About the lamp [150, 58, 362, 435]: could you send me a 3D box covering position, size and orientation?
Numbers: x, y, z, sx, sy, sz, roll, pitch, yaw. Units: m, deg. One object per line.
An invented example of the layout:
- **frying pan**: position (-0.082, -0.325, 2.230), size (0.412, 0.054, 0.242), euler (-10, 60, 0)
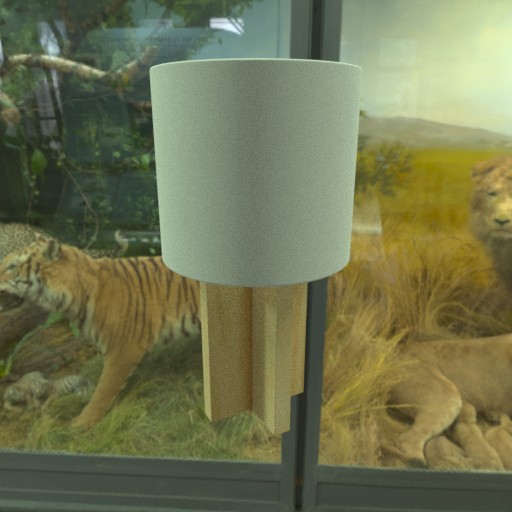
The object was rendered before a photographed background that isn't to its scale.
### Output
- **lamp**: position (0.000, 0.000, 0.552), size (0.229, 0.428, 0.229), euler (-9, 20, -26)
